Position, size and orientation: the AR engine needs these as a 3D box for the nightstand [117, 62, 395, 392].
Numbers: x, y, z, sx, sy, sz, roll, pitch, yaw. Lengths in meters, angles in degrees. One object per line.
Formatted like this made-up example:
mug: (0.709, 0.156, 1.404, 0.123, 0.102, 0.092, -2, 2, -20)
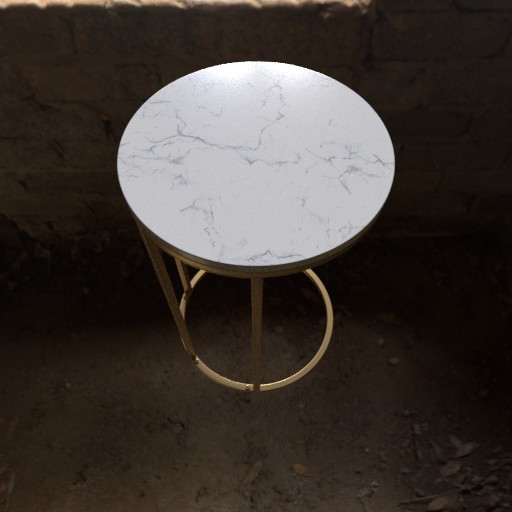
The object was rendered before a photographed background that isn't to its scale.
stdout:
nightstand: (0.000, 0.000, 0.907, 0.400, 0.610, 0.400, -31, 64, -17)
